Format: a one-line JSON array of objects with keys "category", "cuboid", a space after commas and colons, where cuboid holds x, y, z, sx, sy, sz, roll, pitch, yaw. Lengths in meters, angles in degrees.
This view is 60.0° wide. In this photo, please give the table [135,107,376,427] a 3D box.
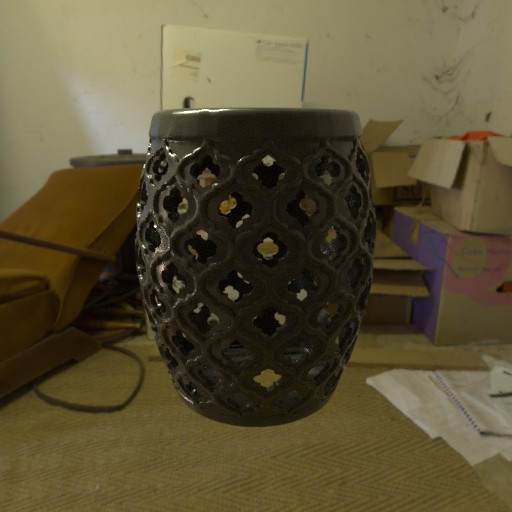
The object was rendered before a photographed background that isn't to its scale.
[{"category": "table", "cuboid": [0.000, 0.000, 0.625, 0.325, 0.388, 0.325, 0, 16, 0]}]
